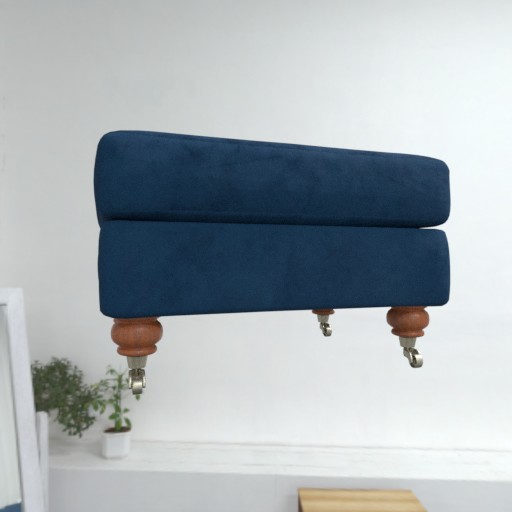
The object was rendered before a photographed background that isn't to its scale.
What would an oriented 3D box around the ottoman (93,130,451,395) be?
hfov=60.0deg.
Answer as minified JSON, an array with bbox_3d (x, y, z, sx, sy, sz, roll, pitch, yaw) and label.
[{"bbox_3d":[0.000,0.000,1.131,0.773,0.503,0.572,0,0,-19],"label":"ottoman"}]
